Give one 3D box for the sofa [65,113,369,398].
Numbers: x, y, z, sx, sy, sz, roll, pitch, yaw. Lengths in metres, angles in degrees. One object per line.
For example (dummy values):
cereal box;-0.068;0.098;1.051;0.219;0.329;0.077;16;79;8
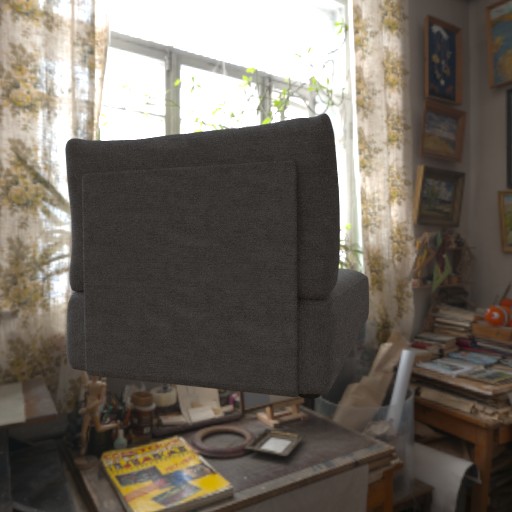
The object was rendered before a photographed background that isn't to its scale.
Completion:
sofa;0.000;0.000;2.029;0.930;0.820;1.450;0;1;18
